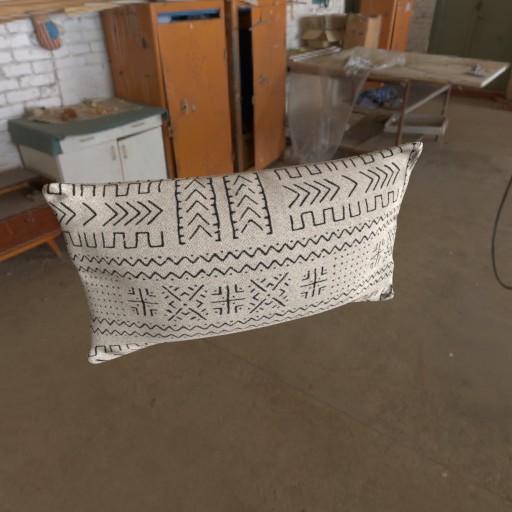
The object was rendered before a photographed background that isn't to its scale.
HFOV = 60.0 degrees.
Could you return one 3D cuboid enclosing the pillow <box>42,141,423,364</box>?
[{"bbox_3d":[0.000,0.000,0.790,0.637,0.352,0.188,-10,33,-15],"label":"pillow"}]
